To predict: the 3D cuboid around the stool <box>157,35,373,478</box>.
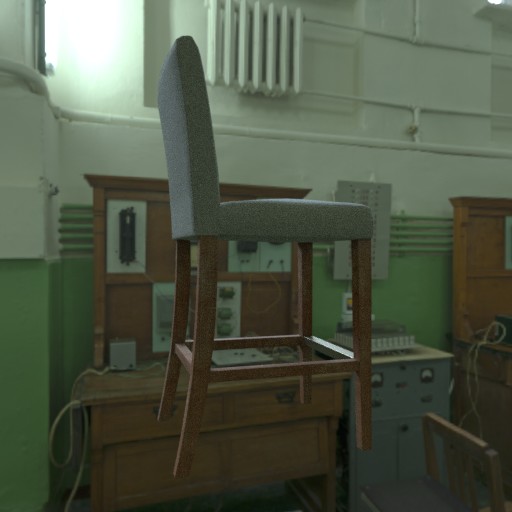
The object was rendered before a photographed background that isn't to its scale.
[{"bbox_3d":[0.000,0.000,1.358,0.570,1.088,0.439,0,1,-18],"label":"stool"}]
